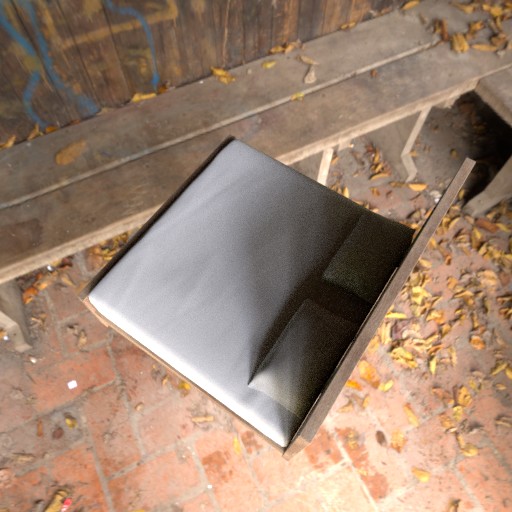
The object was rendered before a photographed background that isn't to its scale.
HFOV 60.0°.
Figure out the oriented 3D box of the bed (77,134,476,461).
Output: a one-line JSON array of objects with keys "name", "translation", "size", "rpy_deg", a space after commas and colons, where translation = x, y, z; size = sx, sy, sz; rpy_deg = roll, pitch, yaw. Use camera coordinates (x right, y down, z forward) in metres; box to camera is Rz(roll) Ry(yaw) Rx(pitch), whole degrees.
[{"name": "bed", "translation": [0.000, 0.000, 3.438], "size": [2.032, 1.626, 2.032], "rpy_deg": [32, 67, 15]}]
